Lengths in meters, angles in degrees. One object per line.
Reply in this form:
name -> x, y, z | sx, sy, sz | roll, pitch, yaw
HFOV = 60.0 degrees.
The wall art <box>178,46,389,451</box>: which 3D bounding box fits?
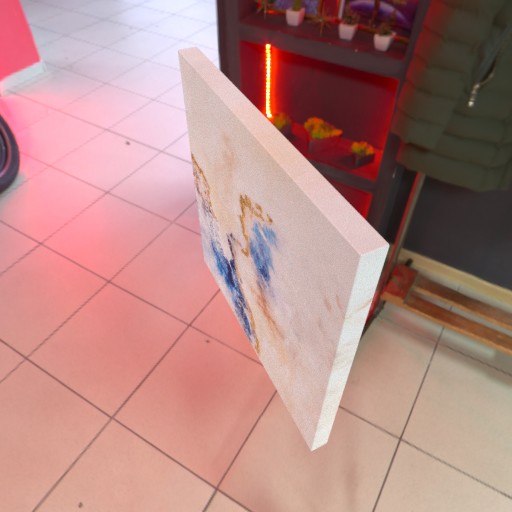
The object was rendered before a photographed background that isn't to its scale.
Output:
wall art -> 0.000, 0.000, 1.577 | 0.071, 1.061, 1.061 | -20, 50, -17
